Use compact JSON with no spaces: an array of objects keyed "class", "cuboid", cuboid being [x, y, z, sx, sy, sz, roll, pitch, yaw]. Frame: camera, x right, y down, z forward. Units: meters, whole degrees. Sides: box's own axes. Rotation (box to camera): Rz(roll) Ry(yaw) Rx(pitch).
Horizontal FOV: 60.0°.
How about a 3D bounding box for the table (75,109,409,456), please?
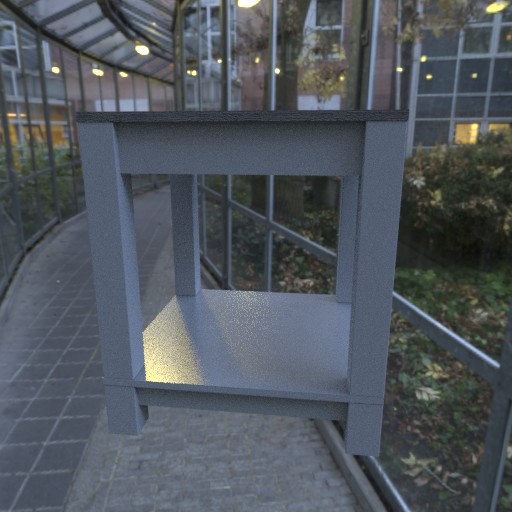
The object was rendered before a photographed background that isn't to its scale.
[{"class":"table","cuboid":[0.000,0.000,0.982,0.506,0.587,0.504,2,15,7]}]
